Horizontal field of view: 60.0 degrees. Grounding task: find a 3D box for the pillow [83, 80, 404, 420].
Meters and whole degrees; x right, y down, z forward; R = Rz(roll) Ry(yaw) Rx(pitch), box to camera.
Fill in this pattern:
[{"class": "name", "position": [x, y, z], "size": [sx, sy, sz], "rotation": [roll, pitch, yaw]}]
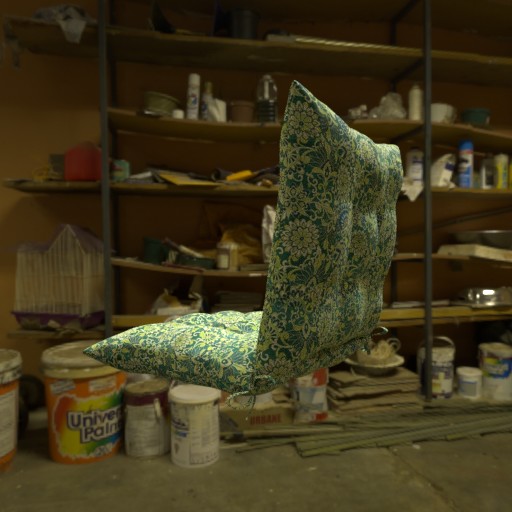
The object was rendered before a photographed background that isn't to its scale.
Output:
[{"class": "pillow", "position": [0.000, 0.000, 1.012], "size": [0.585, 0.536, 0.541], "rotation": [1, 1, 35]}]
